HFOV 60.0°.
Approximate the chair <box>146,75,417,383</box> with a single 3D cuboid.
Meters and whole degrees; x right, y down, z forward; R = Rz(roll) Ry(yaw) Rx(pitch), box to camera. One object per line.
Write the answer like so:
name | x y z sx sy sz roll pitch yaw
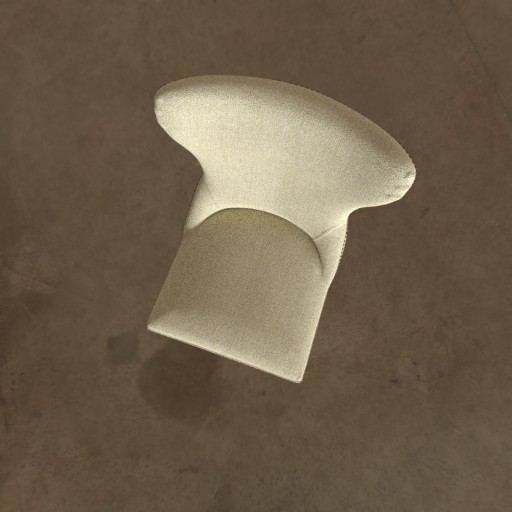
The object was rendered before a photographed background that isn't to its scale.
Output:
chair | 0.000 0.000 1.458 0.654 1.002 0.681 19 77 5
